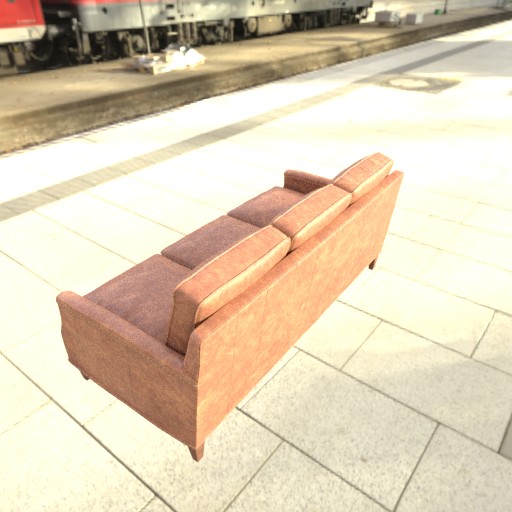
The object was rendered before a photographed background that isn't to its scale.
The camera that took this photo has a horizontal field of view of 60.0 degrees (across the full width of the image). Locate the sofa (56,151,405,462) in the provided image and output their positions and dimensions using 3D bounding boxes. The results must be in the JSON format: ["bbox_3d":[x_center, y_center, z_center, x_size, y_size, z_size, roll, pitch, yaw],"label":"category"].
[{"bbox_3d":[0.000,0.000,2.868,1.084,1.003,2.246,21,38,30],"label":"sofa"}]
